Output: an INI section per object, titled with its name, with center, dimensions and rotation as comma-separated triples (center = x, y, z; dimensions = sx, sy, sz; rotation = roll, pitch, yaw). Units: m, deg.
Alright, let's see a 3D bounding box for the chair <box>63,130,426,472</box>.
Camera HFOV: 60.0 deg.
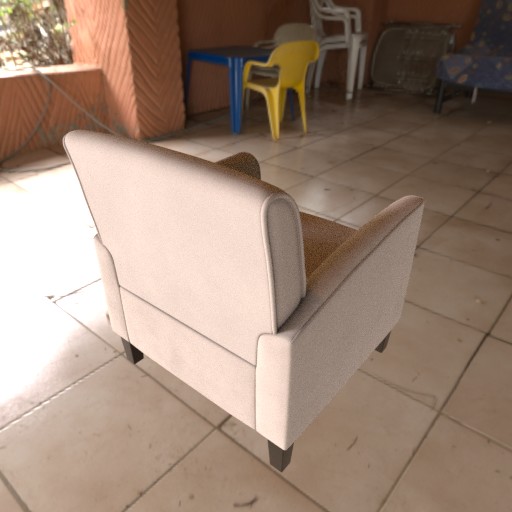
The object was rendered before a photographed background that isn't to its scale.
[chair]
center = 0.000, 0.000, 1.514
dimensions = 0.820, 0.915, 0.820
rotation = 23, 37, 33
